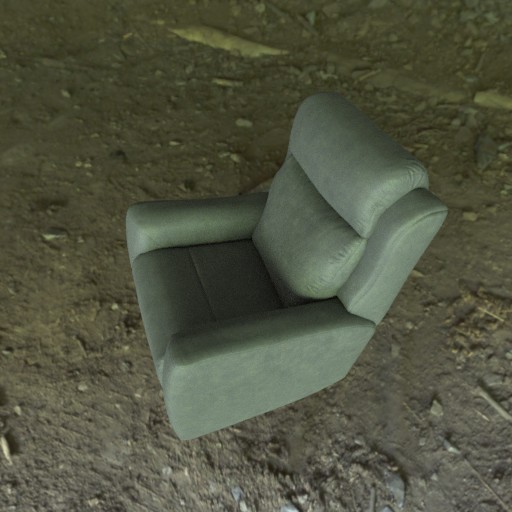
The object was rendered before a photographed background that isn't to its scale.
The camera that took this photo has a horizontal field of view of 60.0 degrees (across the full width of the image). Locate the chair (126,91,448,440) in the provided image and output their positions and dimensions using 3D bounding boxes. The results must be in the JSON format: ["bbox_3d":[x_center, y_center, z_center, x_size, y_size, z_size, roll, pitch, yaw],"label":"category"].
[{"bbox_3d":[0.000,0.000,1.929,1.068,1.116,0.967,-15,47,-14],"label":"chair"}]
